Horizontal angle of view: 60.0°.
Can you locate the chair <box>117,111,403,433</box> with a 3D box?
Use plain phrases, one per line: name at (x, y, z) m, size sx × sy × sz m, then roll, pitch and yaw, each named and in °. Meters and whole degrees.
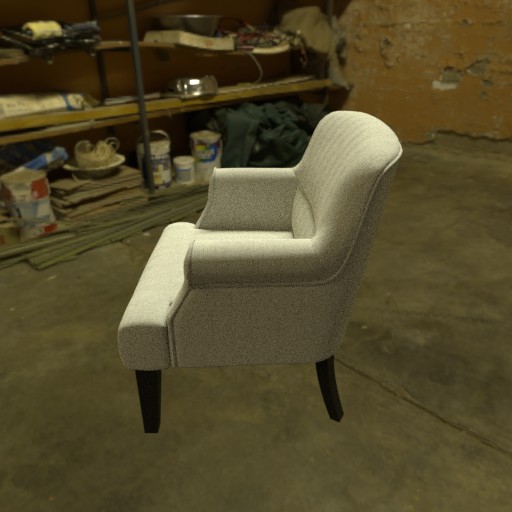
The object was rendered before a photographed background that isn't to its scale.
chair at (0.000, 0.000, 1.465) m, size 0.750 × 0.875 × 0.781 m, roll 0°, pitch 26°, yaw 0°
